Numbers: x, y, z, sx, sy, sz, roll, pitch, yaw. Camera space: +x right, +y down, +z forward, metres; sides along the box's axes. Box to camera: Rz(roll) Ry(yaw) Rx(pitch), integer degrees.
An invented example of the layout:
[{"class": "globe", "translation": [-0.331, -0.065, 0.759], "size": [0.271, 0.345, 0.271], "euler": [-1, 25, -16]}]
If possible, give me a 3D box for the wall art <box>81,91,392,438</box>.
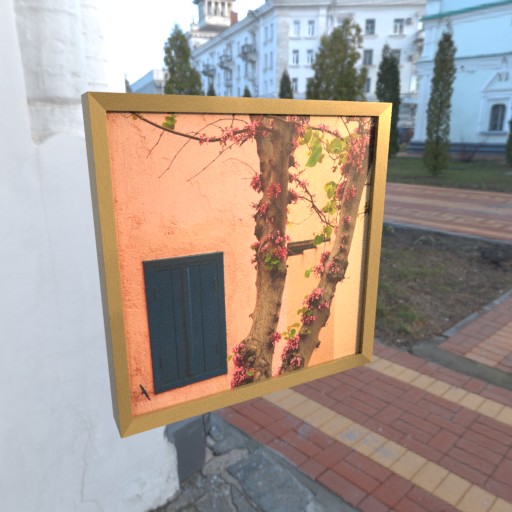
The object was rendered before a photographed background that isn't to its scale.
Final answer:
[{"class": "wall art", "translation": [0.000, 0.000, 0.457], "size": [0.304, 0.305, 0.038], "euler": [-8, 18, -27]}]
